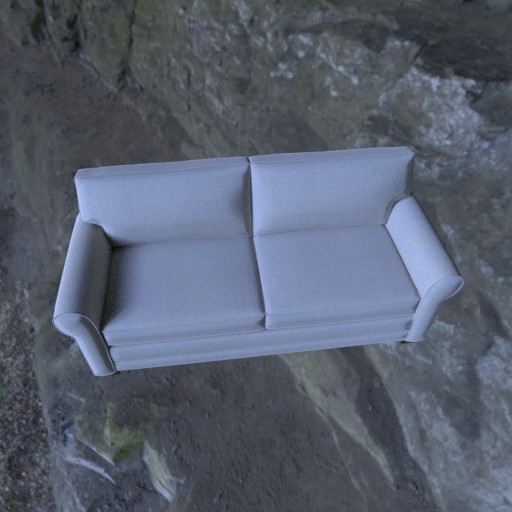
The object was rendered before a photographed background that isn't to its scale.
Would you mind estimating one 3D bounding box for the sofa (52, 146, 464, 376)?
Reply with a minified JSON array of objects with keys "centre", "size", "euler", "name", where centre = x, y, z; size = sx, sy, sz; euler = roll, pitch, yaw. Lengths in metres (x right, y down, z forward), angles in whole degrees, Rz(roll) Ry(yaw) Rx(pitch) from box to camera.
[{"centre":[0.000,0.000,2.653],"size":[2.146,0.962,0.901],"euler":[-5,46,-5],"name":"sofa"}]
